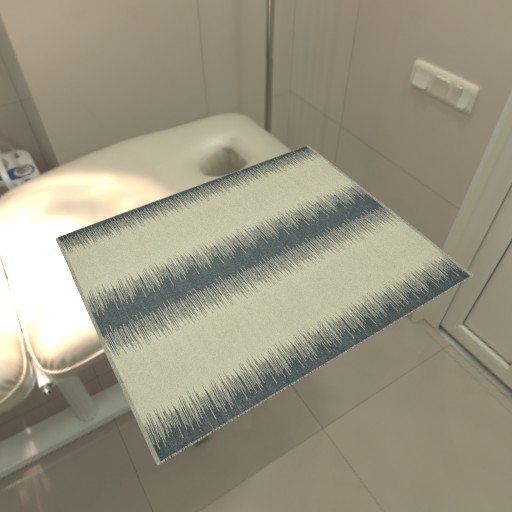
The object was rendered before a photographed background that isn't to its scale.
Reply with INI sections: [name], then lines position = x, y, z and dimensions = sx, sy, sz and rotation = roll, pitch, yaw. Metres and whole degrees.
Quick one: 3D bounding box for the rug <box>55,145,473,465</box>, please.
[rug]
position = 0.000, 0.000, 4.090
dimensions = 3.037, 0.004, 2.453
rotation = -24, 51, -21
